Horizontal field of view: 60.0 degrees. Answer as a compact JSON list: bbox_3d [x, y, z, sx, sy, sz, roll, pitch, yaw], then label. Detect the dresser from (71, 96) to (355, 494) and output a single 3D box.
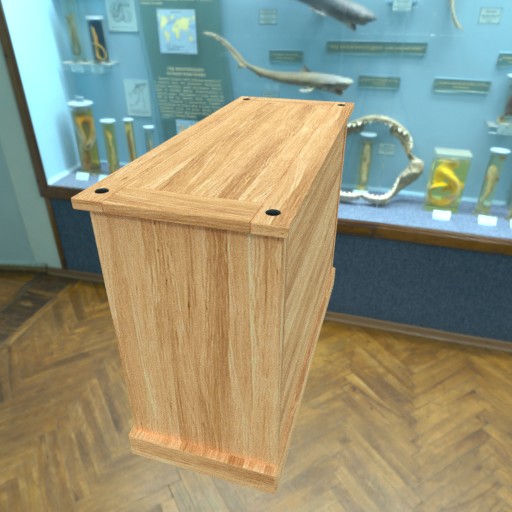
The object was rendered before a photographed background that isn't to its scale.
[{"bbox_3d":[0.000,0.000,1.353,0.410,0.740,0.990,9,32,14],"label":"dresser"}]
